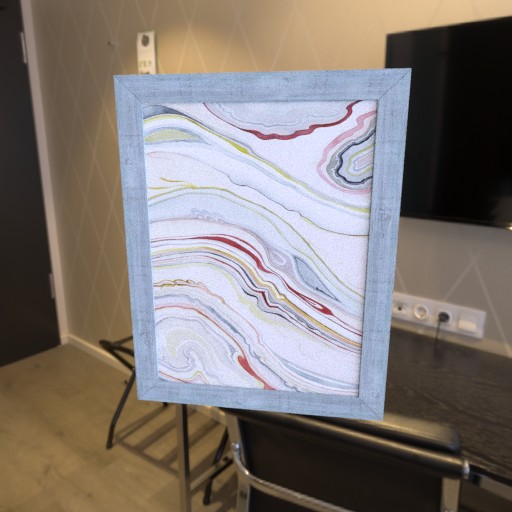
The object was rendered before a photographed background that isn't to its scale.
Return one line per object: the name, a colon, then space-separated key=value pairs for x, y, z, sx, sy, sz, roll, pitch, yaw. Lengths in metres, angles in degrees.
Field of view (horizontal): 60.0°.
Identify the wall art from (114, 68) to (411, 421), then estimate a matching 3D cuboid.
wall art: x=0.000 y=0.000 z=0.795 sx=0.481 sy=0.613 sz=0.020 roll=2 pitch=15 yaw=8
